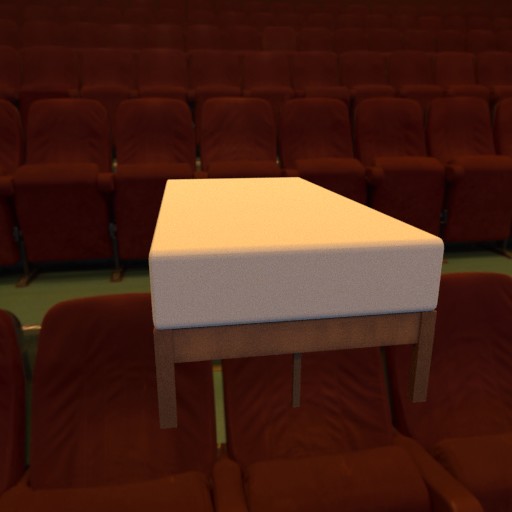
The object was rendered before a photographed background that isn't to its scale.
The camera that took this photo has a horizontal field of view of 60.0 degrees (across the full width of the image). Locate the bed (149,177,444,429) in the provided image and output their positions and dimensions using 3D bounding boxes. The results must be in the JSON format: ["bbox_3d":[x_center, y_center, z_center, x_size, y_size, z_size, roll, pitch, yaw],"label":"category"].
[{"bbox_3d":[0.000,0.000,2.363,0.961,0.616,1.902,-3,16,-9],"label":"bed"}]
